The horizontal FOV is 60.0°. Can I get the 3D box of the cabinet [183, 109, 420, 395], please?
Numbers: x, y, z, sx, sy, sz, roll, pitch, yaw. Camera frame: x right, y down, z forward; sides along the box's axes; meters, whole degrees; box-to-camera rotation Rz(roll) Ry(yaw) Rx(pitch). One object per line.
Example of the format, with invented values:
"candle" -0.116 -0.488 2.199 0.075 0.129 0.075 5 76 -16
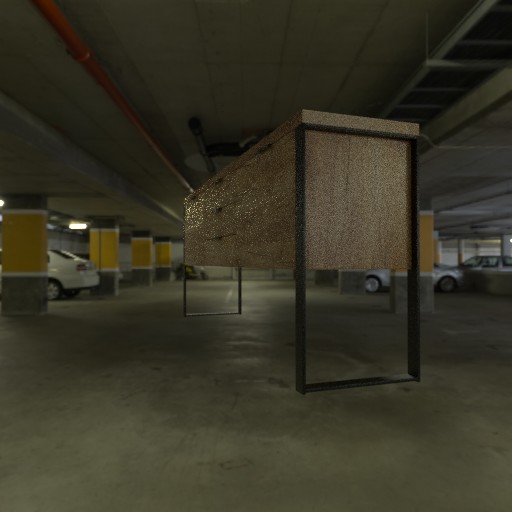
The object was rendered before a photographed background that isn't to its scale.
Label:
"cabinet" 0.000 0.000 2.094 0.395 0.762 1.800 0 -1 -19
